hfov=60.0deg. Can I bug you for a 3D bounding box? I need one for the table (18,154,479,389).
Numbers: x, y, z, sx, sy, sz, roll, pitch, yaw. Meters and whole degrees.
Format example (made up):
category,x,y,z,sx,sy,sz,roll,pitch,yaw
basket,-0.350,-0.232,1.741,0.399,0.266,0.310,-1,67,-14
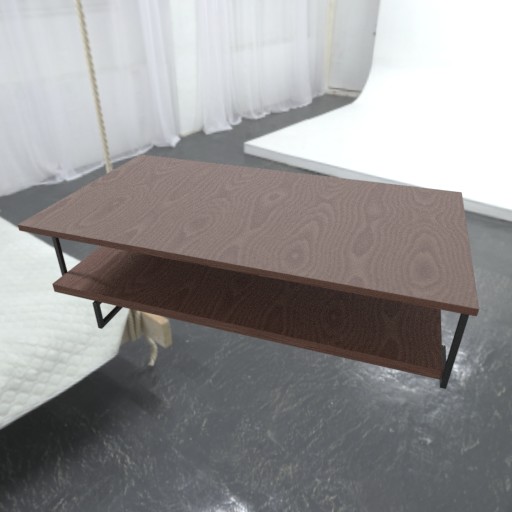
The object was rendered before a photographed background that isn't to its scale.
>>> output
category,x,y,z,sx,sy,sz,roll,pitch,yaw
table,0.000,0.000,1.435,1.197,0.347,0.651,10,32,16
